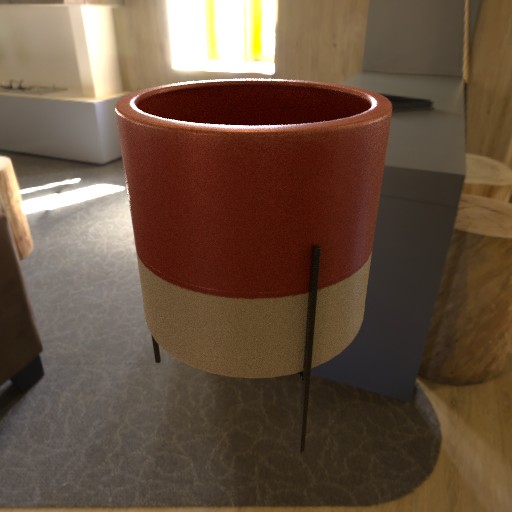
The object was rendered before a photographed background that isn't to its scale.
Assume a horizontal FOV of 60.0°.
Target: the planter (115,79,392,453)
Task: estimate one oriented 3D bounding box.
[{"bbox_3d":[0.000,0.000,0.680,0.345,0.465,0.354,20,35,32],"label":"planter"}]
